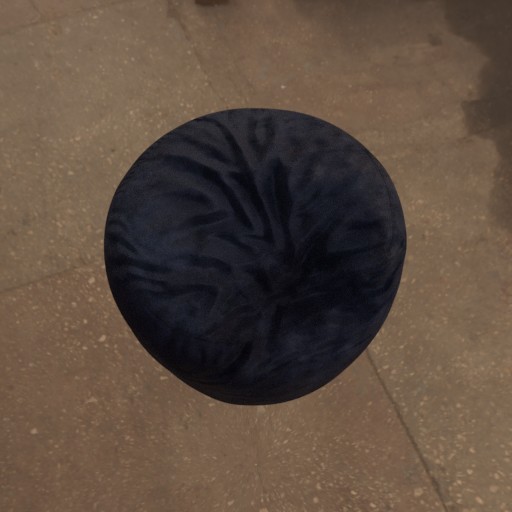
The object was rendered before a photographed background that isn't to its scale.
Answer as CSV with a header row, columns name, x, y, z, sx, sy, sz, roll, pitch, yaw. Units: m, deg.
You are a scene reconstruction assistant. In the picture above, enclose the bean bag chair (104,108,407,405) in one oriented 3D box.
name,x,y,z,sx,sy,sz,roll,pitch,yaw
bean bag chair,0.000,0.000,1.483,0.918,0.616,0.918,0,65,0
